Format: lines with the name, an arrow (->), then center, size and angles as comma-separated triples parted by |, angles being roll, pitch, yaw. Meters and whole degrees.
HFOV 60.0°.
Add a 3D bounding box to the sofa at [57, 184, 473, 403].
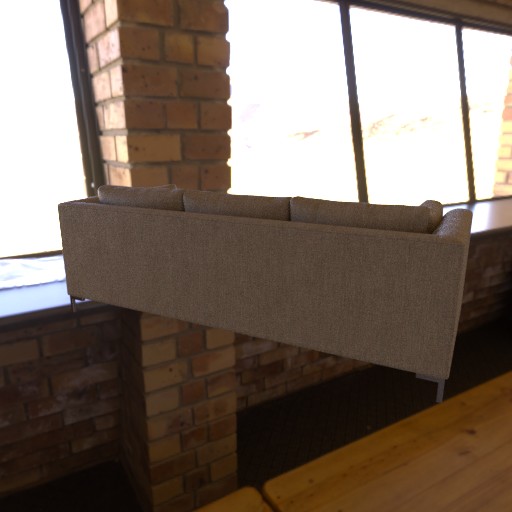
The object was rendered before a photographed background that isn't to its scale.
sofa -> 0.000, 0.000, 2.835 | 2.415, 0.867, 0.969 | 8, 17, 26
